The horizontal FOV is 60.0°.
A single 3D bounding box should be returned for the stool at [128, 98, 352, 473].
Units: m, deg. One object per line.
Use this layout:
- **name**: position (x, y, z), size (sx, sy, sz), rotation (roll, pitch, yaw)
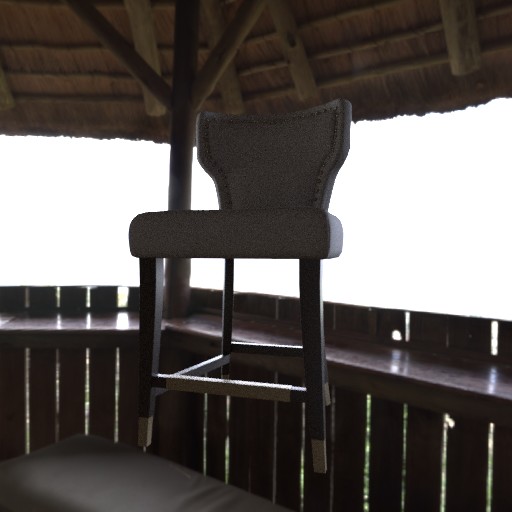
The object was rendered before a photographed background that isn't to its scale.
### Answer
- **stool**: position (0.000, 0.000, 1.310), size (0.527, 0.982, 0.563), rotation (0, 1, 17)
